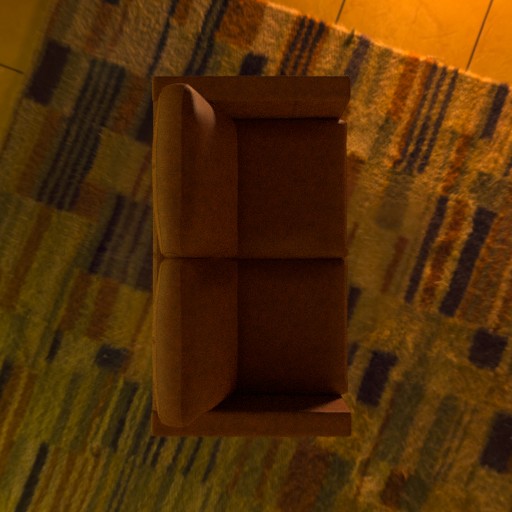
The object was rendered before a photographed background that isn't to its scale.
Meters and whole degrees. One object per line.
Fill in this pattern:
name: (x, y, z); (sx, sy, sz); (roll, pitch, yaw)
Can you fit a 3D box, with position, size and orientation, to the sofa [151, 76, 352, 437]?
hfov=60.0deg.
sofa: (0.000, 0.000, 2.138); (0.909, 0.951, 1.578); (0, 89, 0)
